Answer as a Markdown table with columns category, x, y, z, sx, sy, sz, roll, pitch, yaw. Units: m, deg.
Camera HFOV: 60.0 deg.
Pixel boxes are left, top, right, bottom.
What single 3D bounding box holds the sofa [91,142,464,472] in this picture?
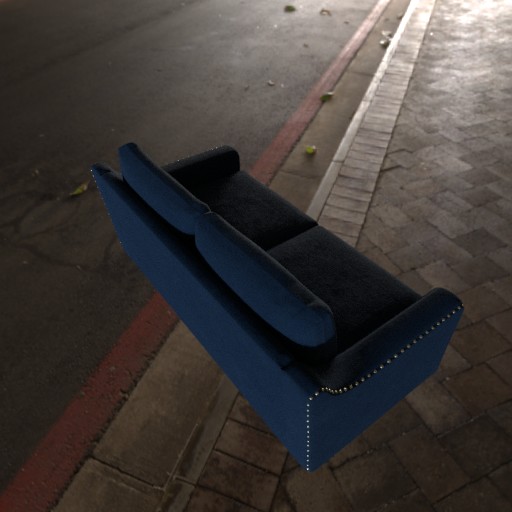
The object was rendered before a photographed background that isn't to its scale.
| category | x | y | z | sx | sy | sz | roll | pitch | yaw |
| --- | --- | --- | --- | --- | --- | --- | --- | --- | --- |
| sofa | 0.000 | 0.000 | 2.678 | 1.104 | 0.983 | 2.107 | -26 | 47 | -27 |
